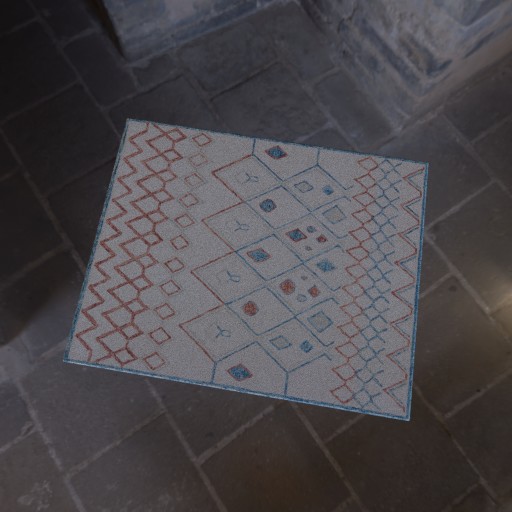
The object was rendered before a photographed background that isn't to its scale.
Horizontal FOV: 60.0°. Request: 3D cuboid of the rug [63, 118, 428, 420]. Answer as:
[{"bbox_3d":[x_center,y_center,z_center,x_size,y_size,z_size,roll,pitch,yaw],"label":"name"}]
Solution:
[{"bbox_3d":[0.000,0.000,4.142,3.050,0.016,2.441,9,76,2],"label":"rug"}]
